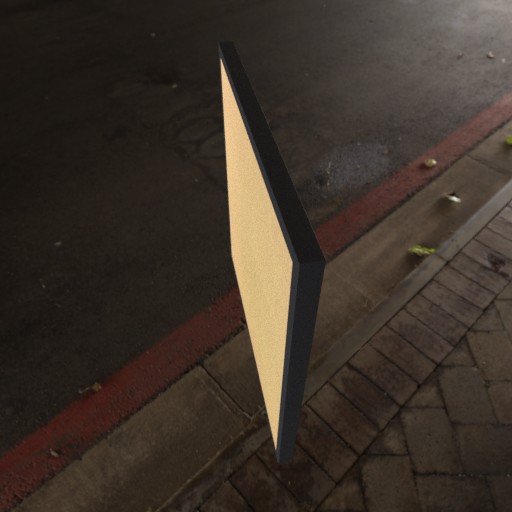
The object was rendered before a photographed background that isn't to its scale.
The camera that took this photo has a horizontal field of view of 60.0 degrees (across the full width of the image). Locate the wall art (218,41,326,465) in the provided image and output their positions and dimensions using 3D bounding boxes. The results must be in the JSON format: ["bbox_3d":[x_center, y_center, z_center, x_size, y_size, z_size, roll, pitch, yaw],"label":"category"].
[{"bbox_3d":[0.000,0.000,1.120,0.037,0.760,0.762,-8,47,-8],"label":"wall art"}]
